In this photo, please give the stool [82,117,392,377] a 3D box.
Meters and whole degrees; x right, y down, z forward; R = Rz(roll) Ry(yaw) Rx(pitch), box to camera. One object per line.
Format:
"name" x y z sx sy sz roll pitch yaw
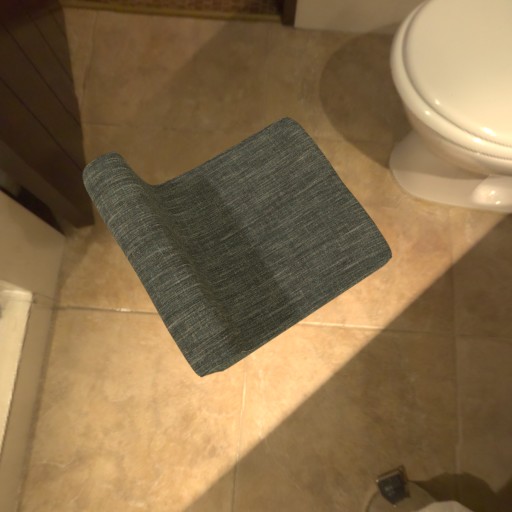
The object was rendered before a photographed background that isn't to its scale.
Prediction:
"stool" 0.000 0.000 1.105 0.459 0.835 0.395 -32 78 -7
